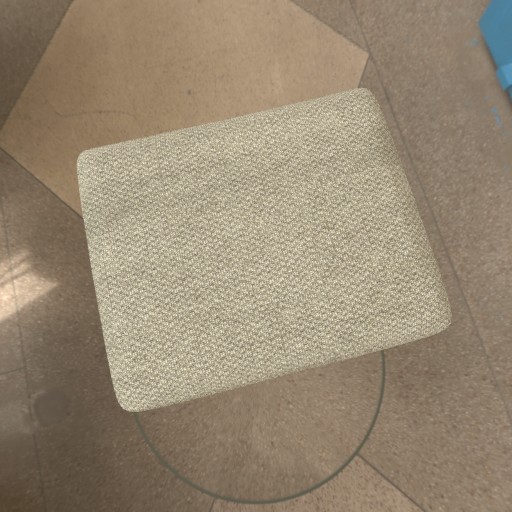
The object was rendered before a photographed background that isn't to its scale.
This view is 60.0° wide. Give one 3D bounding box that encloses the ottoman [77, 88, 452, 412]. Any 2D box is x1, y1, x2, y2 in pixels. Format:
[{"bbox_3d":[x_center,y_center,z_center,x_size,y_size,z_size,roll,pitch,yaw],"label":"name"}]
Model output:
[{"bbox_3d":[0.000,0.000,1.136,0.751,0.476,0.603,-14,77,-3],"label":"ottoman"}]
